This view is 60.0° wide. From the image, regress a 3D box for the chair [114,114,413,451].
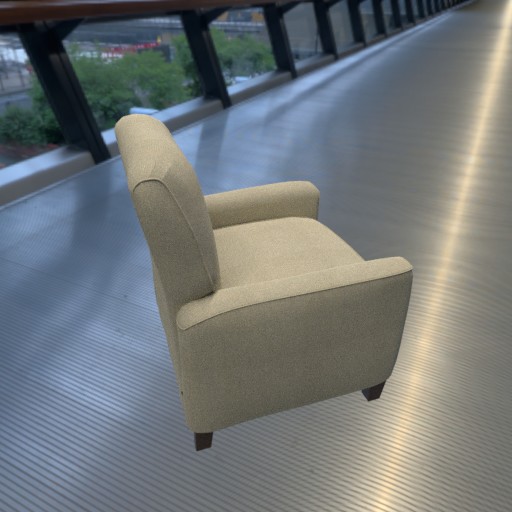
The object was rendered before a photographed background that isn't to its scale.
[{"bbox_3d":[0.000,0.000,1.654,0.853,1.006,0.850,-10,32,-16],"label":"chair"}]
